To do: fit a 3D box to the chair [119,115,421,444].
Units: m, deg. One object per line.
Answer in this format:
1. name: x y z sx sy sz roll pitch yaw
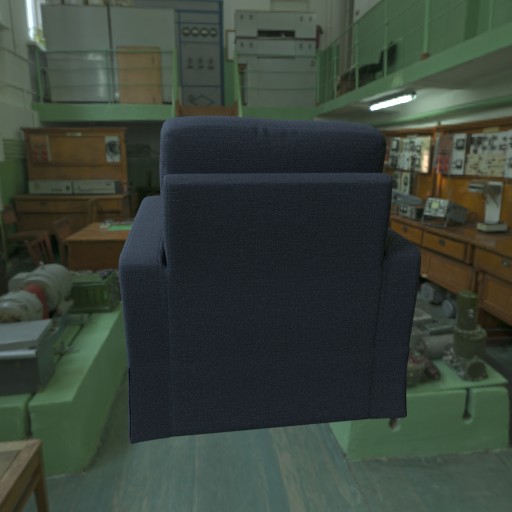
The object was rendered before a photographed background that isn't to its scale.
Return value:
1. chair: 0.000 0.000 1.494 0.798 0.855 0.863 -2 13 -8
